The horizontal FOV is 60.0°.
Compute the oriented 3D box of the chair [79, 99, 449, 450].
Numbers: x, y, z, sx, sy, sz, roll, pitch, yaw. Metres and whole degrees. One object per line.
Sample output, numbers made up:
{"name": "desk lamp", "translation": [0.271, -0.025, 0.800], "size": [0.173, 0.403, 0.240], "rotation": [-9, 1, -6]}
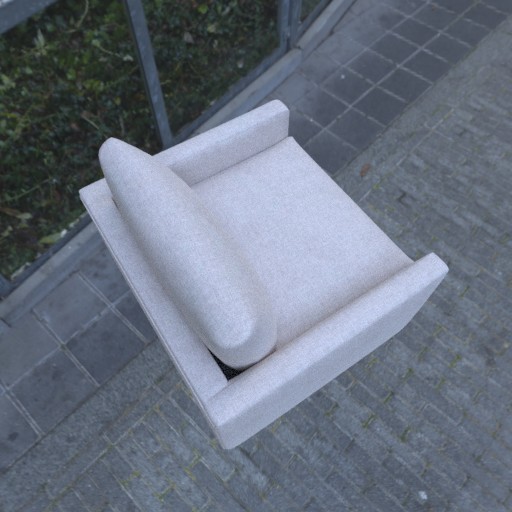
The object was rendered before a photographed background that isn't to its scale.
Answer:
{"name": "chair", "translation": [0.000, 0.000, 1.607], "size": [0.866, 0.861, 0.963], "rotation": [-30, 64, -16]}
